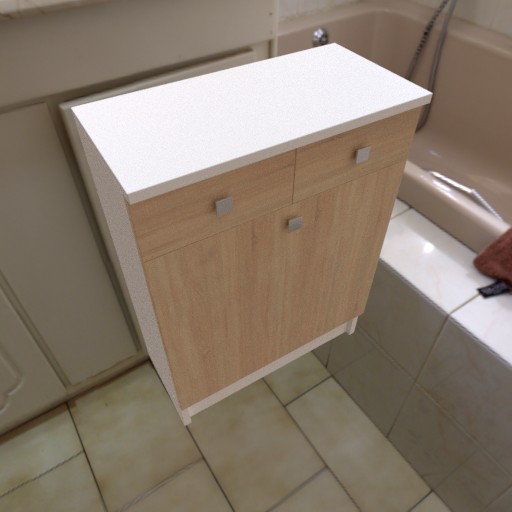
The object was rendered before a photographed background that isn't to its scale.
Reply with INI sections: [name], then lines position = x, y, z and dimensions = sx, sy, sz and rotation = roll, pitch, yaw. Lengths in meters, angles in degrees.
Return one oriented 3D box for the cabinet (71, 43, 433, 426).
[cabinet]
position = 0.000, 0.000, 1.103
dimensions = 0.600, 0.815, 0.296
rotation = -23, 50, -21
